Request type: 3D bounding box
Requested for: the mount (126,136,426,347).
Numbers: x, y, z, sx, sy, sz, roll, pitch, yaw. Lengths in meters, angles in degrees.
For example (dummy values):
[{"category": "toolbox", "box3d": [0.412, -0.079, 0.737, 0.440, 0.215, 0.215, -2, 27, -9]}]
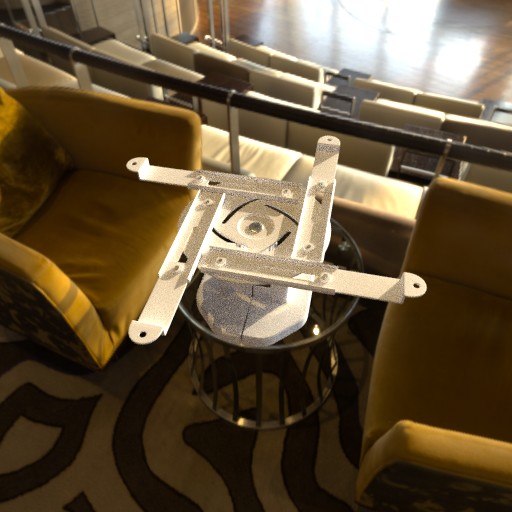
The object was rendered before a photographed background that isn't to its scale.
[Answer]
[{"category": "mount", "box3d": [0.000, 0.000, 0.587, 0.394, 0.141, 0.394, 9, 48, 8]}]
